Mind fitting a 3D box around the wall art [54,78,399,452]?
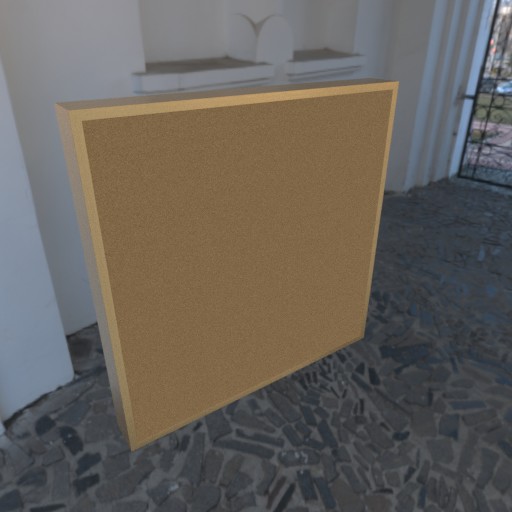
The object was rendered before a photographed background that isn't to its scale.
[{"bbox_3d":[0.000,0.000,0.431,0.304,0.304,0.038,-17,32,-30],"label":"wall art"}]
